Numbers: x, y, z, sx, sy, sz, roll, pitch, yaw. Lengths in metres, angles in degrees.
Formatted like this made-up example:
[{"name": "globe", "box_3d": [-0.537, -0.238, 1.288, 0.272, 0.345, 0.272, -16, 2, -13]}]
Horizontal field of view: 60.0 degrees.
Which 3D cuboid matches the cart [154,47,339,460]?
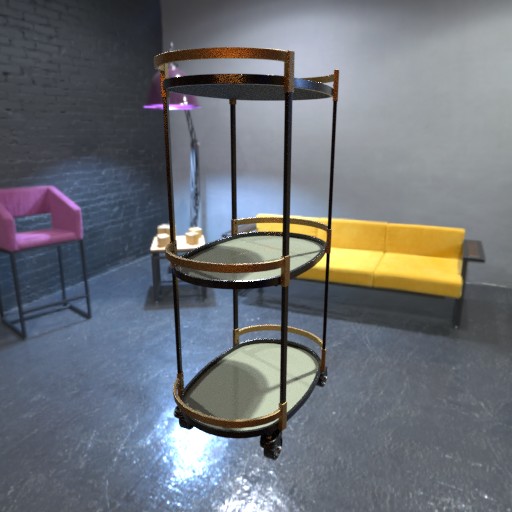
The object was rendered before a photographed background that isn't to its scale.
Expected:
[{"name": "cart", "box_3d": [0.000, 0.000, 1.114, 0.311, 0.885, 0.515, 8, 18, 26]}]
